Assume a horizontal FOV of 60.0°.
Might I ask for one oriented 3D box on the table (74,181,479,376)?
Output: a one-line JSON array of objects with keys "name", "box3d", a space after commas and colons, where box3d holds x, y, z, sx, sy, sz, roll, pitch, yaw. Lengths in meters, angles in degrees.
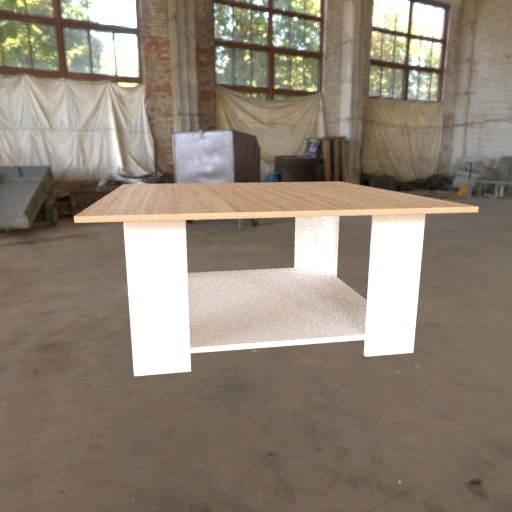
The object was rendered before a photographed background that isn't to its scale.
[{"name": "table", "box3d": [0.000, 0.000, 1.071, 0.670, 0.305, 0.670, -2, 13, -10]}]
